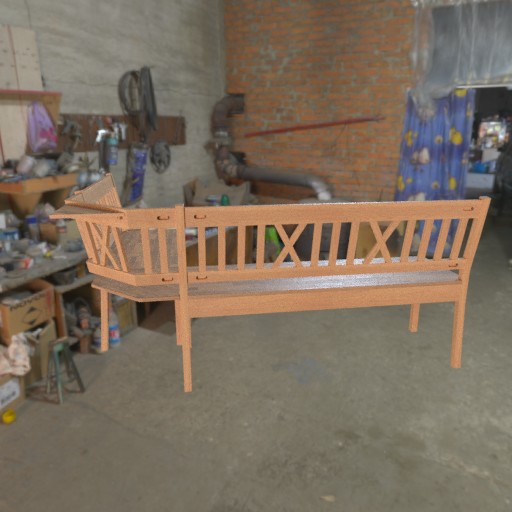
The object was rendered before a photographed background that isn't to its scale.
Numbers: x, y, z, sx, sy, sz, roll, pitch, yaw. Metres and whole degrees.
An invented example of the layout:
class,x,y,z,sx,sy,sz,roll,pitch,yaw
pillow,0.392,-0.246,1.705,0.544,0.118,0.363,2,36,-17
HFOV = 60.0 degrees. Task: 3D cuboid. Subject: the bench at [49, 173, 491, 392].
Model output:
class,x,y,z,sx,sy,sz,roll,pitch,yaw
bench,0.000,0.000,2.735,1.937,0.902,1.537,-2,16,-9
